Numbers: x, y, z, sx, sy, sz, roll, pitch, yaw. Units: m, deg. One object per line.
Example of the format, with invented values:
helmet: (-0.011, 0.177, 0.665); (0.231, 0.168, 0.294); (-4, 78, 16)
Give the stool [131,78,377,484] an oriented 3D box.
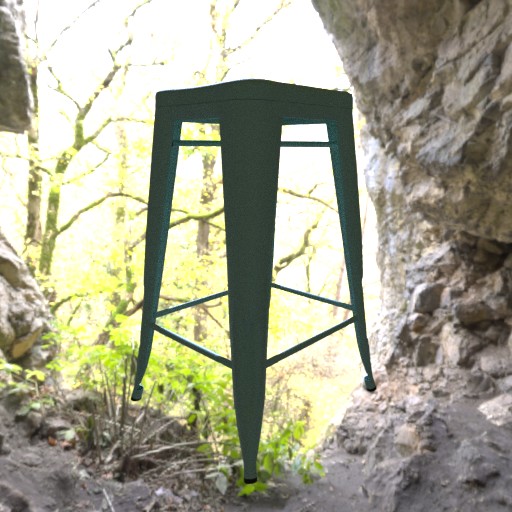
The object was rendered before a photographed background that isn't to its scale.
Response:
stool: (0.000, 0.000, 0.871); (0.359, 0.609, 0.399); (13, 19, 42)
